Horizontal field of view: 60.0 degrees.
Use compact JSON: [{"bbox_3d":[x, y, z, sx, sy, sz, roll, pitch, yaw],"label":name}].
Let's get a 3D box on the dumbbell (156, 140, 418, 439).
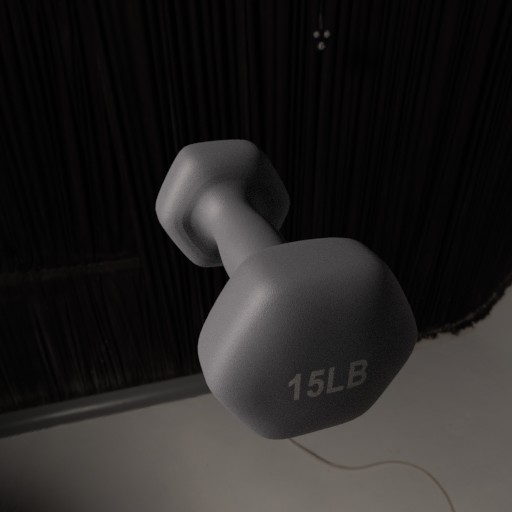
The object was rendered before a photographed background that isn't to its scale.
[{"bbox_3d":[0.000,0.000,0.305,0.116,0.105,0.240,-9,31,-15],"label":"dumbbell"}]
